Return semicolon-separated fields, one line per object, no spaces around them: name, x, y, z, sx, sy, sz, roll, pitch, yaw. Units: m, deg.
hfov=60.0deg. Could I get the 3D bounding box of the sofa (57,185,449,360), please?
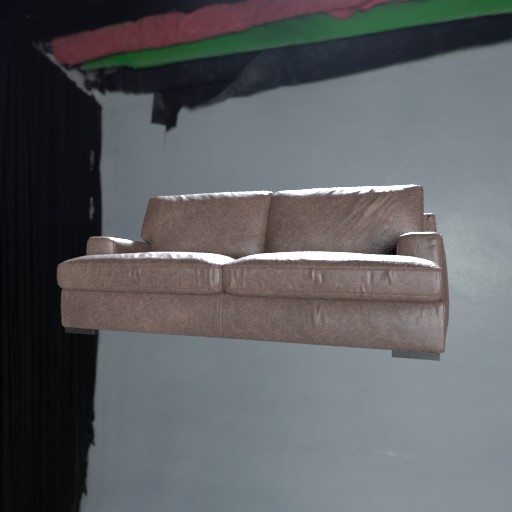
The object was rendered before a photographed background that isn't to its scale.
sofa;0.000;0.000;2.847;2.261;0.941;1.143;0;1;19
